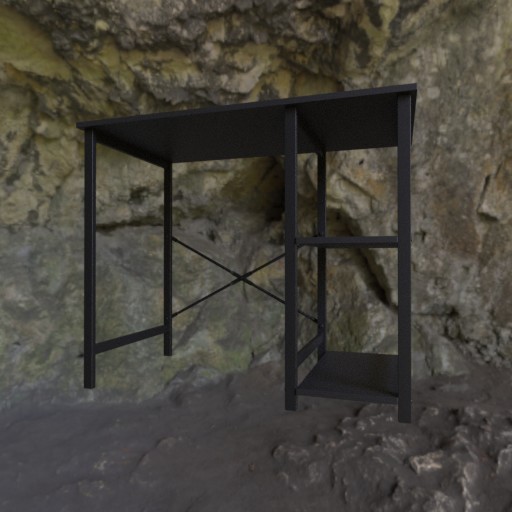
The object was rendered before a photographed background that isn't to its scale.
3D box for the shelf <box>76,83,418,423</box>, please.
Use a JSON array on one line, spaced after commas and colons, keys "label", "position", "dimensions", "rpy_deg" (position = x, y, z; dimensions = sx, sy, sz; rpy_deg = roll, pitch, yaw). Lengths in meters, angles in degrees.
[{"label": "shelf", "position": [0.000, 0.000, 1.338], "dimensions": [0.902, 0.749, 0.498], "rpy_deg": [0, 0, 18]}]
